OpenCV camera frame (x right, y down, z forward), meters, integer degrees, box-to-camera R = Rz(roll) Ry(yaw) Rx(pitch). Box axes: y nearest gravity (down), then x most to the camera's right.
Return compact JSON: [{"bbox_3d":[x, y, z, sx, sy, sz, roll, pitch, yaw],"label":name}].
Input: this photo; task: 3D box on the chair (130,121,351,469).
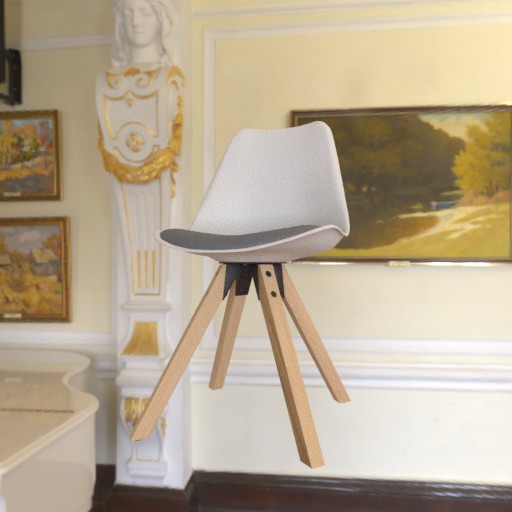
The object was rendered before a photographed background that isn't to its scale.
[{"bbox_3d":[0.000,0.000,1.187,0.485,0.850,0.550,0,-1,19],"label":"chair"}]
